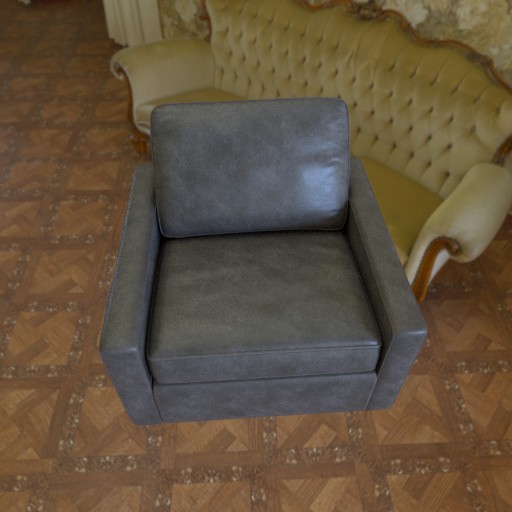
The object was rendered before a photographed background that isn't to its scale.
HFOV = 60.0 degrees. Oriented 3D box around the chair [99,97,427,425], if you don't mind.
[{"bbox_3d":[0.000,0.000,1.700,1.006,0.916,0.939,-3,47,-3],"label":"chair"}]
